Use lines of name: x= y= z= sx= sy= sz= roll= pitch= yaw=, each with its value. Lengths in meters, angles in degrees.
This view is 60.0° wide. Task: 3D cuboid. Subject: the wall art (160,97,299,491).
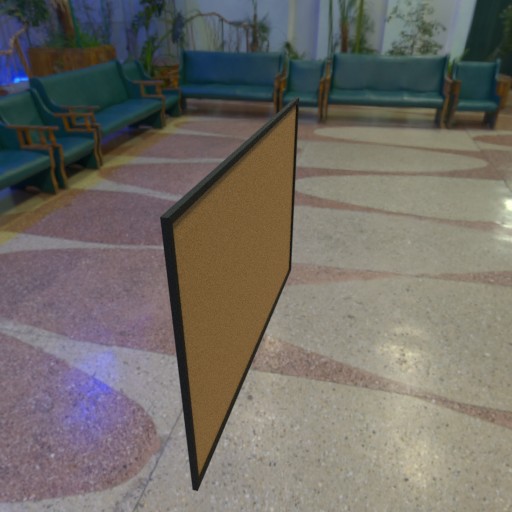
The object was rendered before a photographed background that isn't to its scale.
wall art: x=0.000 y=0.000 z=1.215 sx=0.013 sy=0.665 sz=0.963 roll=8 pitch=31 yaw=14
